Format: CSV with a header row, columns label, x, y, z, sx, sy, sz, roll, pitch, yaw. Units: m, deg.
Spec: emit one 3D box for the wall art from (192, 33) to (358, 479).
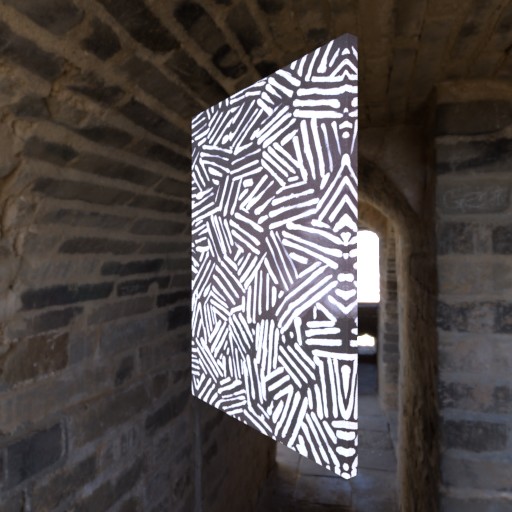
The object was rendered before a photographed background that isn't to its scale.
label,x,y,z,sx,sy,sz,roll,pitch,yaw
wall art,0.000,0.000,1.328,0.038,1.017,0.765,0,0,-35
